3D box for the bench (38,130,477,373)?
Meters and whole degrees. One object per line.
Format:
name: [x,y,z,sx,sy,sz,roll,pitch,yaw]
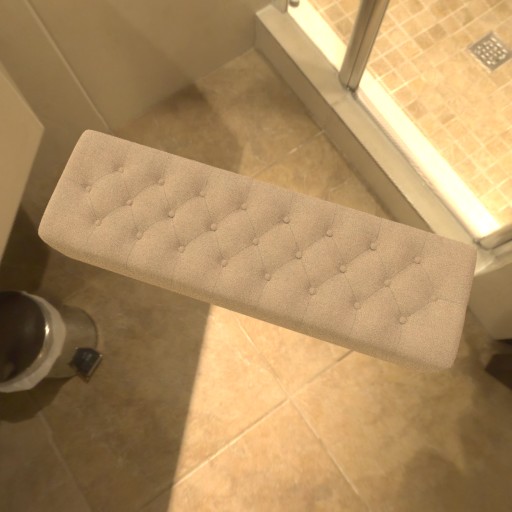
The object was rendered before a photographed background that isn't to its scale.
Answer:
bench: [0.000,0.000,1.725,1.480,0.467,0.455,18,77,4]
